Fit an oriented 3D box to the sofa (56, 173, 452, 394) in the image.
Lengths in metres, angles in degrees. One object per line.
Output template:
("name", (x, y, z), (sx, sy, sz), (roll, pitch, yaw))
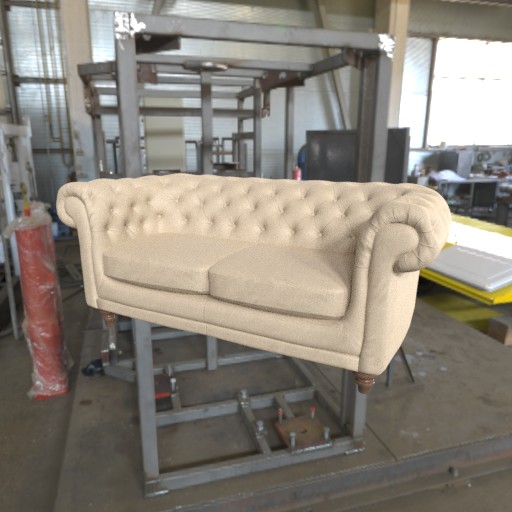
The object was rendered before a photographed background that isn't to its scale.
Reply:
("sofa", (0.000, 0.000, 2.492), (1.988, 0.835, 1.069), (8, 17, 27))
